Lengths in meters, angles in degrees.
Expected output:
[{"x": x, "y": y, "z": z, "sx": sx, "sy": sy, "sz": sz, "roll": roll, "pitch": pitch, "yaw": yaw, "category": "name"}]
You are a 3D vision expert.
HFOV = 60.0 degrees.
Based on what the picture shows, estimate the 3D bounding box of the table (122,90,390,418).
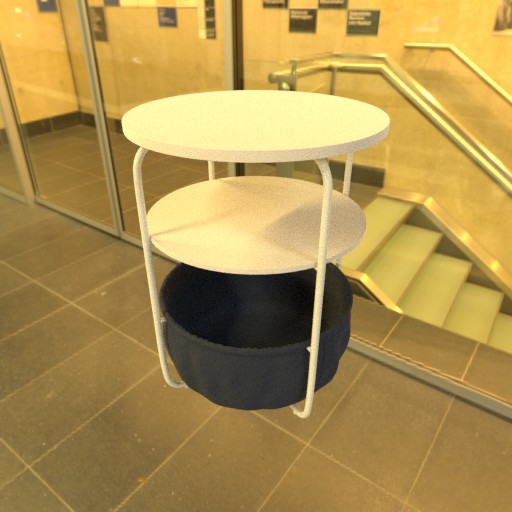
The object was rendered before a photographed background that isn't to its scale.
[{"x": 0.000, "y": 0.000, "z": 0.846, "sx": 0.418, "sy": 0.532, "sz": 0.418, "roll": 9, "pitch": 31, "yaw": 15, "category": "table"}]
